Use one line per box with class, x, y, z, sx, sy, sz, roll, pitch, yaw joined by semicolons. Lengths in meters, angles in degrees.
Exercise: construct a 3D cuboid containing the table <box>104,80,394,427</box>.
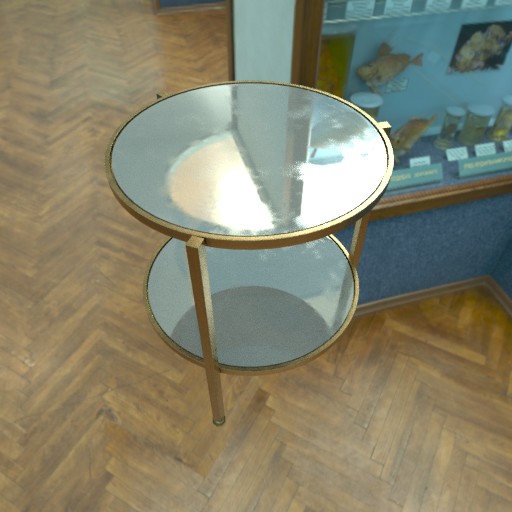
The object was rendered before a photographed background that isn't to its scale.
table;0.000;0.000;0.461;0.243;0.269;0.231;-10;47;-10
